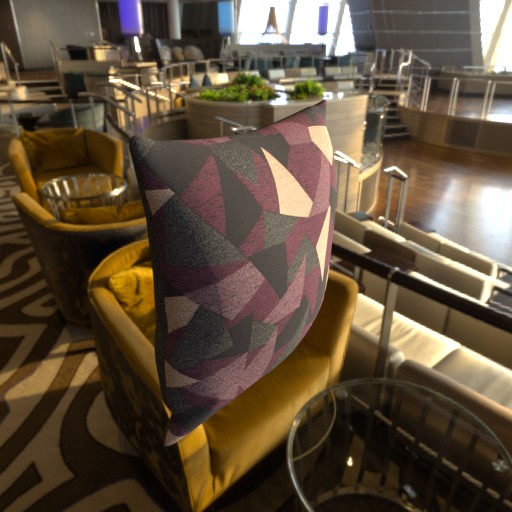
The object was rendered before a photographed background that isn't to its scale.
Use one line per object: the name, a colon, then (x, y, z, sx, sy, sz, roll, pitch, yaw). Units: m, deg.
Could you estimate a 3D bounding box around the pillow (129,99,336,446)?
pillow: (0.000, 0.000, 0.791, 0.208, 0.496, 0.503, 17, 31, 31)
